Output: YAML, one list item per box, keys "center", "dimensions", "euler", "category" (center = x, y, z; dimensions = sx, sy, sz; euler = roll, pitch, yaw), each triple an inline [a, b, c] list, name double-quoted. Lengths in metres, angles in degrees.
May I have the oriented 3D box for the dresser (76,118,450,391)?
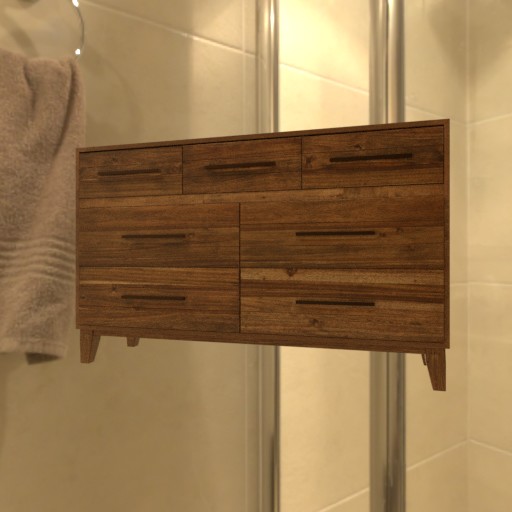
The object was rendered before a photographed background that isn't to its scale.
- center: [0.000, 0.000, 1.800]
  dimensions: [1.400, 0.873, 0.446]
  euler: [0, 0, 16]
  category: "dresser"
